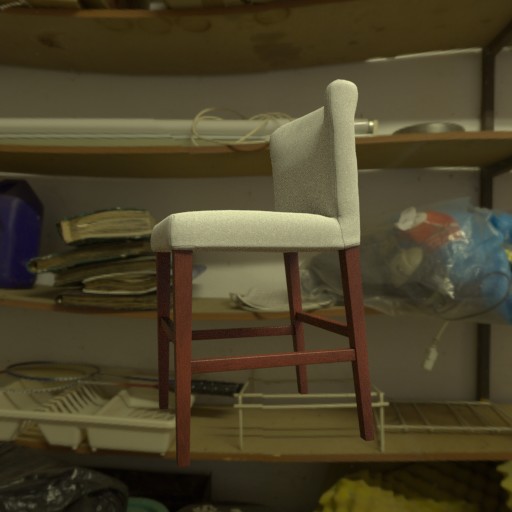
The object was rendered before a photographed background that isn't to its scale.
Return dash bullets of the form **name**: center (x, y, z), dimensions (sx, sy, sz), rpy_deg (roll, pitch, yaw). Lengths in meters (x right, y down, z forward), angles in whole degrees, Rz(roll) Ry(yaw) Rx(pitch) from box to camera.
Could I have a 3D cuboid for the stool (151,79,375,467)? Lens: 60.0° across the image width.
- **stool**: center (0.000, 0.000, 1.296), dimensions (0.568, 0.968, 0.479), rpy_deg (0, 0, -18)
